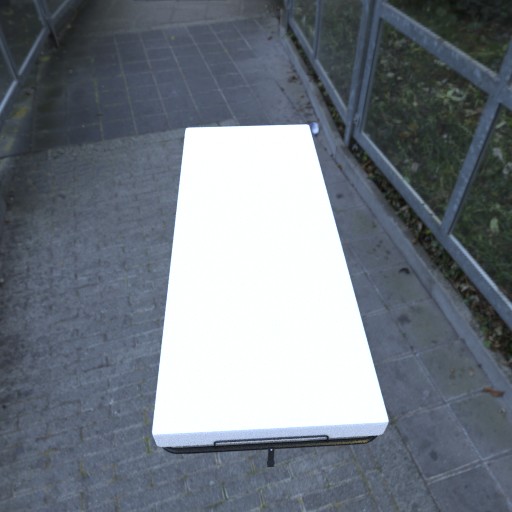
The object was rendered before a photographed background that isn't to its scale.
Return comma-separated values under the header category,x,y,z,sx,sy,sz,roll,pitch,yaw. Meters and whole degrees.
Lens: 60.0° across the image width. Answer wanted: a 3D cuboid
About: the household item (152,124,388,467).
category,x,y,z,sx,sy,sz,roll,pitch,yaw
household item,0.000,0.000,2.149,0.787,0.356,1.905,-2,46,-2
